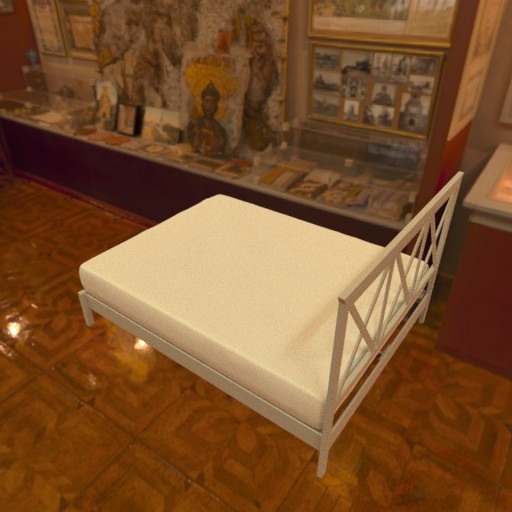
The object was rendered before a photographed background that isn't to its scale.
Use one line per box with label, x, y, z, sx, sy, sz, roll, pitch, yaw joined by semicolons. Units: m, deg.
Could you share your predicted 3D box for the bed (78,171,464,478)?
bed;0.000;0.000;3.198;2.135;1.253;1.673;22;38;30
